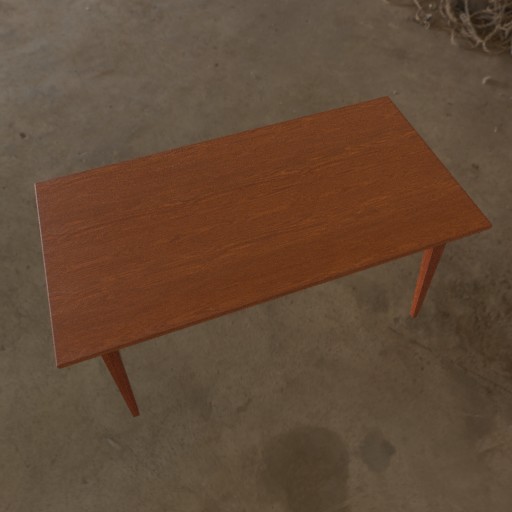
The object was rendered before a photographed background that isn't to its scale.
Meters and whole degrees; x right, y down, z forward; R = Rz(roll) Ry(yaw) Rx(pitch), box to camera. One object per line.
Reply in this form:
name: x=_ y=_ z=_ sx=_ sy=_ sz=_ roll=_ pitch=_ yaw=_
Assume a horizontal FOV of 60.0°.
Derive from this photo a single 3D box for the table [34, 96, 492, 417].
table: x=0.000 y=0.000 z=2.045 sx=1.609 sy=0.755 sz=0.811 roll=-17 pitch=59 yaw=-11
